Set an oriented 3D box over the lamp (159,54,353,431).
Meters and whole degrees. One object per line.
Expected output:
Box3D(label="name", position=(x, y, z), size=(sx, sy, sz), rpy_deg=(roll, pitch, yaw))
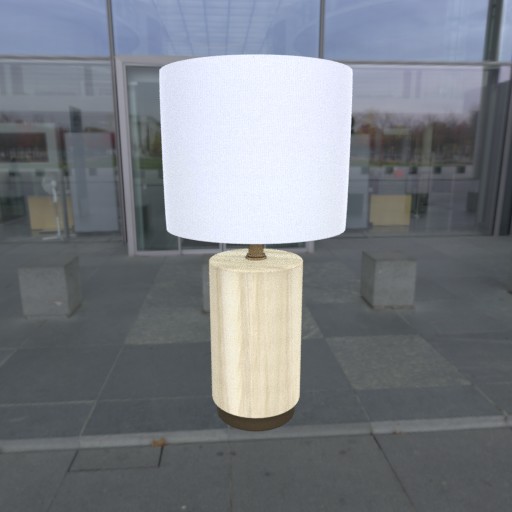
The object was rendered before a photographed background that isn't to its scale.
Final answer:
Box3D(label="lamp", position=(0.000, 0.000, 0.580), size=(0.228, 0.444, 0.228), rpy_deg=(2, 13, 10))
